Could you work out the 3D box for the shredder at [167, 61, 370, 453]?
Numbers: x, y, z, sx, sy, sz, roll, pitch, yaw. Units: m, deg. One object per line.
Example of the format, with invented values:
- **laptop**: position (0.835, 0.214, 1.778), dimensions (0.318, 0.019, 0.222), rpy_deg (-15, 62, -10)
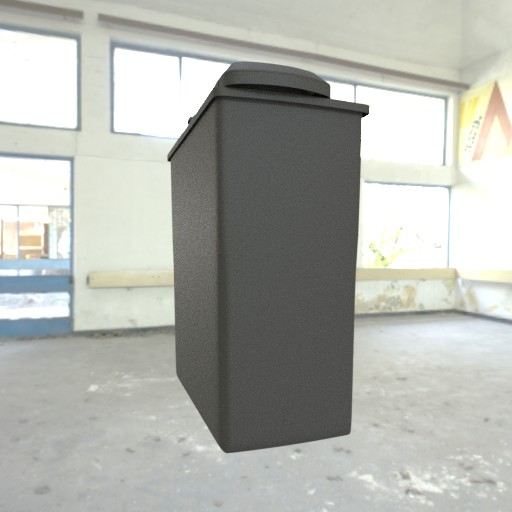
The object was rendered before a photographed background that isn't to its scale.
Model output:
- **shredder**: position (0.000, 0.000, 0.520), dimensions (0.170, 0.335, 0.320), rpy_deg (0, 1, -19)
